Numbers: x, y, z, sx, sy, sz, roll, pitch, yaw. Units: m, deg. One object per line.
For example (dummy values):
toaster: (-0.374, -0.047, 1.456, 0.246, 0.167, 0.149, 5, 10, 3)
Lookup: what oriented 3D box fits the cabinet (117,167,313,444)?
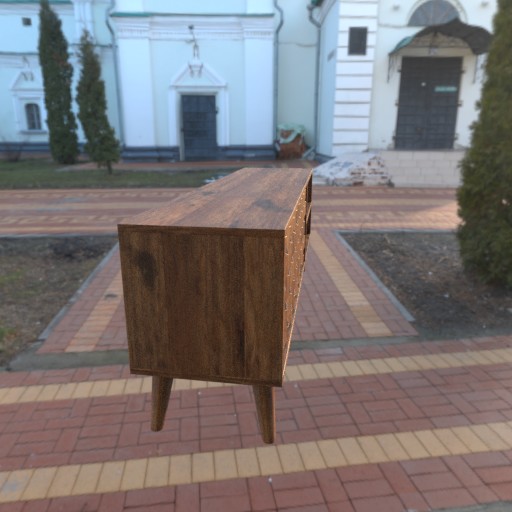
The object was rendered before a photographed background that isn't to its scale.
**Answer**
cabinet: (0.000, 0.000, 1.650, 0.349, 0.528, 1.448, 3, 16, 9)
